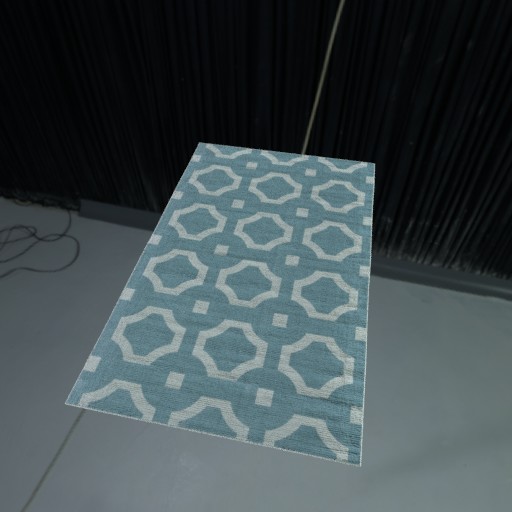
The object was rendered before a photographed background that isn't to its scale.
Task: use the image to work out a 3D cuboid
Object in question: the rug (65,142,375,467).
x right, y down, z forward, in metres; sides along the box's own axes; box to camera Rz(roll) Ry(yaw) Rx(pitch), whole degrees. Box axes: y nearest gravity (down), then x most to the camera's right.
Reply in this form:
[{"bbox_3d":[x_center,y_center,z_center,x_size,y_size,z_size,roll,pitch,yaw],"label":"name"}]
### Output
[{"bbox_3d":[0.000,0.000,3.007,1.528,0.015,2.443,9,48,8],"label":"rug"}]
